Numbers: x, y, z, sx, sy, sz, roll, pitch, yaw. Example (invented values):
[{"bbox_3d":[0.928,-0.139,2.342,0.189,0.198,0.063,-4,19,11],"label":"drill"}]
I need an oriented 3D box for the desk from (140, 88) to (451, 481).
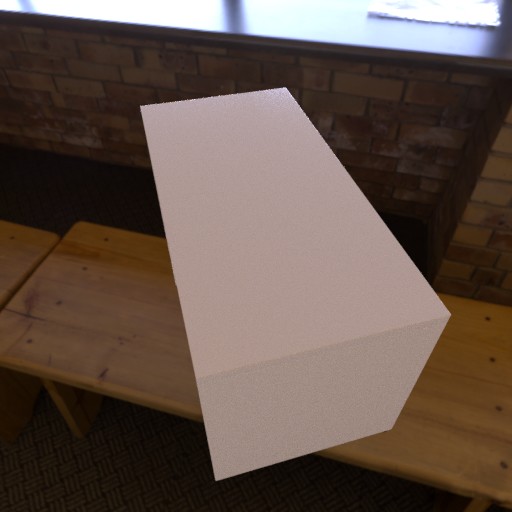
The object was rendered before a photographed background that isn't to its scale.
[{"bbox_3d":[0.000,0.000,1.853,0.690,0.740,1.400,-11,47,-11],"label":"desk"}]
